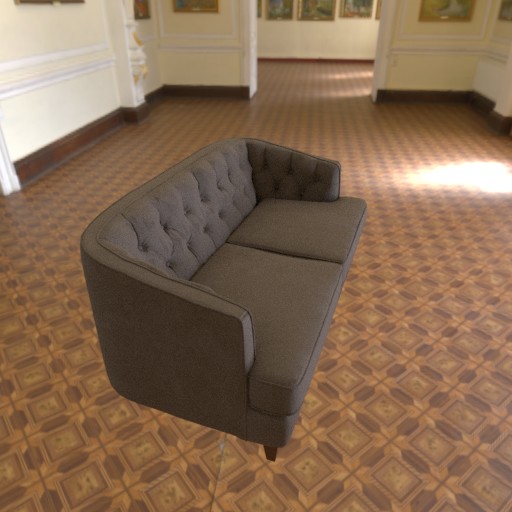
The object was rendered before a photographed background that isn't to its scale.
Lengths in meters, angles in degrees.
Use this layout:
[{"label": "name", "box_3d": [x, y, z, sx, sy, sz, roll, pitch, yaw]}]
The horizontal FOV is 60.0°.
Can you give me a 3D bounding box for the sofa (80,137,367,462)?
[{"label": "sofa", "box_3d": [0.000, 0.000, 2.298, 0.941, 0.855, 1.733, 10, 31, 17]}]
